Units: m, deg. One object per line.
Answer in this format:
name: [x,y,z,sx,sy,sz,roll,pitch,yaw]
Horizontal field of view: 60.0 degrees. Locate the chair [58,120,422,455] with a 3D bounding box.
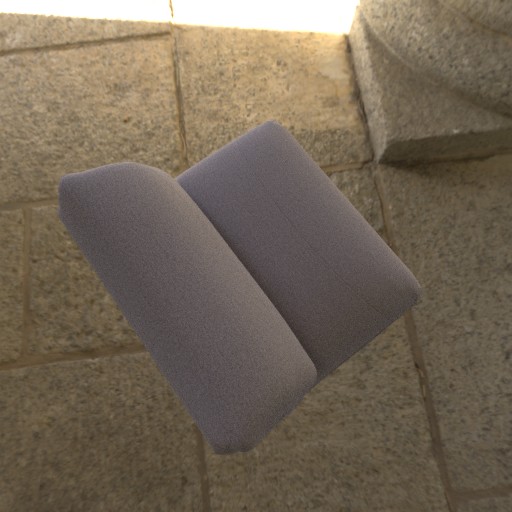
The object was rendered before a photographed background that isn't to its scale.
chair: [0.000,0.000,1.340,0.780,0.580,0.820,-35,77,-10]
